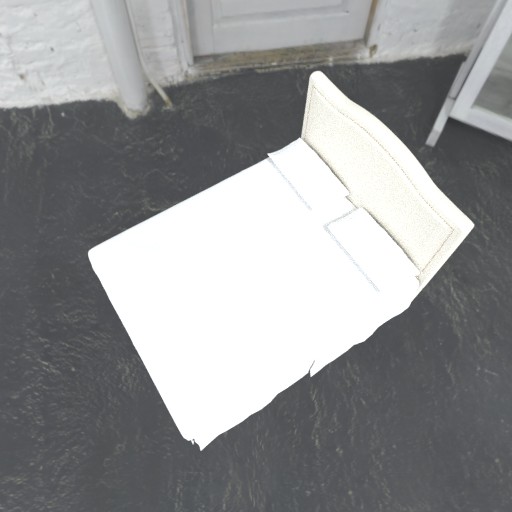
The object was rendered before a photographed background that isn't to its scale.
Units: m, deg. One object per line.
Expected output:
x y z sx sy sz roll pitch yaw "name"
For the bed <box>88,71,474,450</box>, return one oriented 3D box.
0.000 0.000 3.457 2.282 1.436 1.821 -30 67 -14 "bed"
